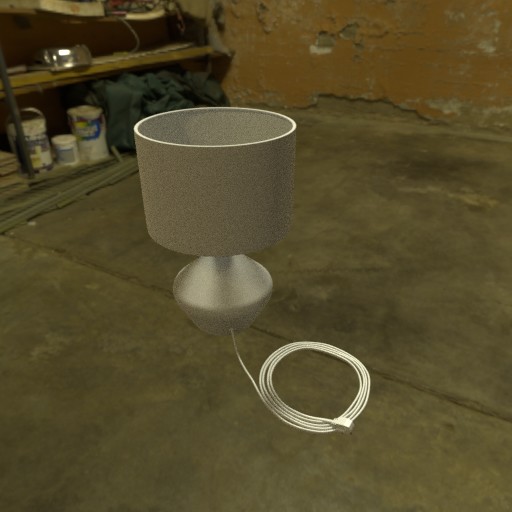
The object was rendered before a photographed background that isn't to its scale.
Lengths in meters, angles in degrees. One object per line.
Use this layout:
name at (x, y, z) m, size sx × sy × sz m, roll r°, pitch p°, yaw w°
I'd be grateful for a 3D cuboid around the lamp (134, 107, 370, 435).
lamp at (0.000, 0.000, 0.864) m, size 0.401 × 0.457 × 0.546 m, roll -7°, pitch 31°, yaw -12°
